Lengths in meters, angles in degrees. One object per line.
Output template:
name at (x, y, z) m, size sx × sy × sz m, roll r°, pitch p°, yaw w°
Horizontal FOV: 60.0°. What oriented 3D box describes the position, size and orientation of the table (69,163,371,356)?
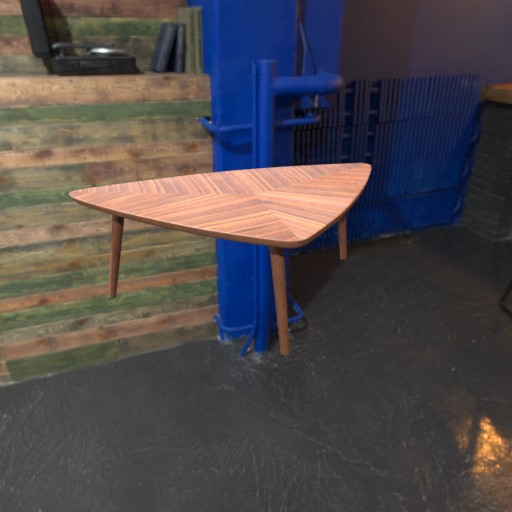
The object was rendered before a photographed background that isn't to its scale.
table at (0.000, 0.000, 1.338) m, size 1.008 × 0.365 × 0.601 m, roll -9°, pitch 28°, yaw -17°
